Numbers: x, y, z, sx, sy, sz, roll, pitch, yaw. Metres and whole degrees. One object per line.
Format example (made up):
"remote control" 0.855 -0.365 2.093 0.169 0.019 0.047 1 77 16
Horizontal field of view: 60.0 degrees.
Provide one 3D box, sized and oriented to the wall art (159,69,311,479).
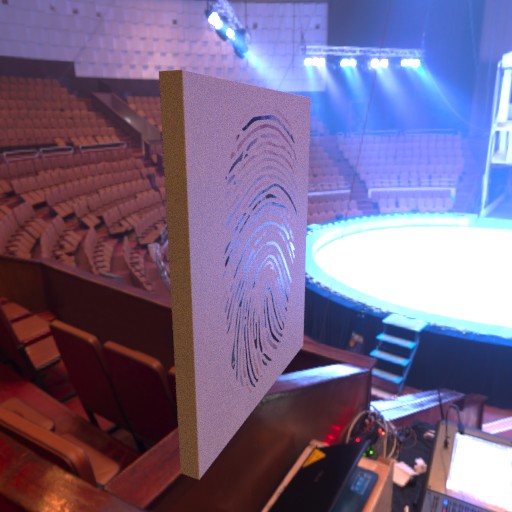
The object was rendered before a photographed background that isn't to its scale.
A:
"wall art" 0.000 0.000 0.851 0.037 0.606 0.508 7 17 24
